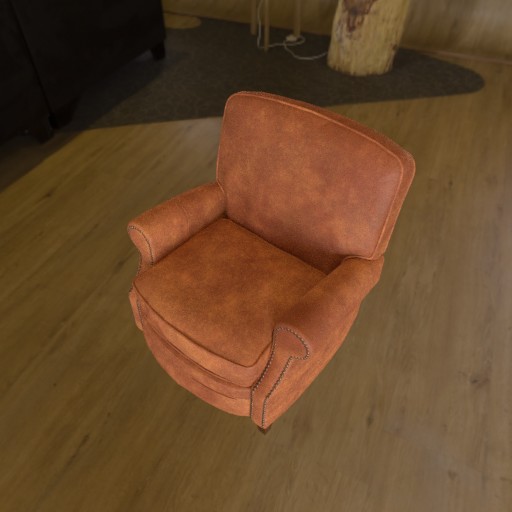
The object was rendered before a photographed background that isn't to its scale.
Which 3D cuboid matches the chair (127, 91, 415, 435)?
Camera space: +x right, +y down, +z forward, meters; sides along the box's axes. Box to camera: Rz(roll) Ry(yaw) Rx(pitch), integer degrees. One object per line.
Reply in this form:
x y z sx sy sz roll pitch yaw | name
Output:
0.000 0.000 1.809 0.936 1.018 0.986 31 53 27 | chair
